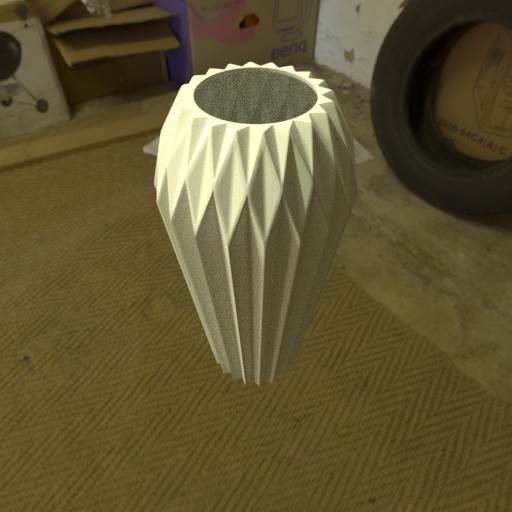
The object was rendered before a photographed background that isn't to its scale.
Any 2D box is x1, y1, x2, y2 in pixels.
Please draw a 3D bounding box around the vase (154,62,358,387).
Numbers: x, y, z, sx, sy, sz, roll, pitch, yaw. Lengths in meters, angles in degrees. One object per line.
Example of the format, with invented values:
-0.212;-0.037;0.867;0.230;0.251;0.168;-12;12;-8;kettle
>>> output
0.000;0.000;0.344;0.133;0.263;0.133;0;45;0;vase
